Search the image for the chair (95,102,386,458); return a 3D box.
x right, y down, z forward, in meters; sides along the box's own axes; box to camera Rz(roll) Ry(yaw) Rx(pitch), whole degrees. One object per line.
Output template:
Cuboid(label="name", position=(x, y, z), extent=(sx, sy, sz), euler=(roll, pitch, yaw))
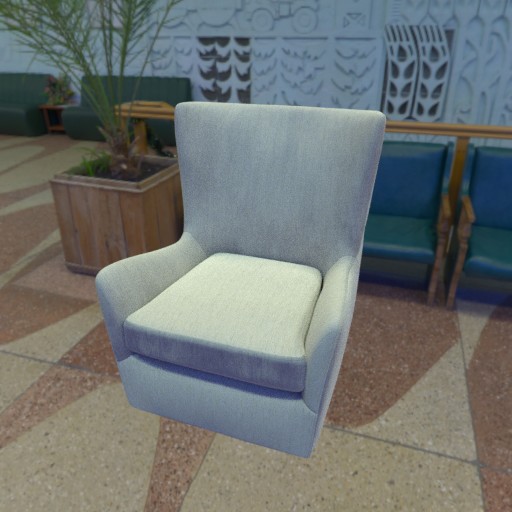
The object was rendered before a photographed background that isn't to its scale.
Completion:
Cuboid(label="chair", position=(0.000, 0.000, 1.638), extent=(0.779, 1.000, 0.904), euler=(9, 28, 18))
